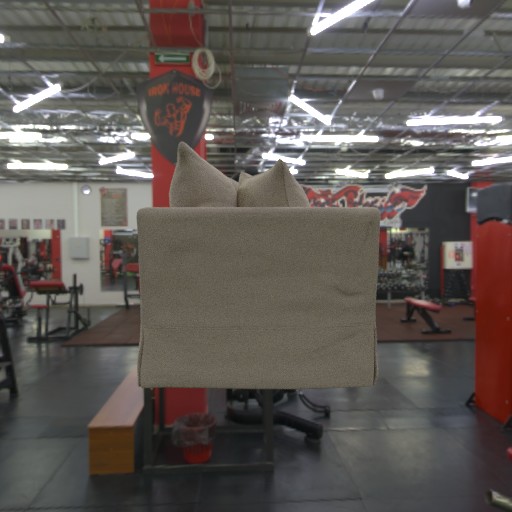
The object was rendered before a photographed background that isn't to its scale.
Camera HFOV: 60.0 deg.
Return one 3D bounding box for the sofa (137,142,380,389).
[{"bbox_3d":[0.000,0.000,3.025,1.046,1.047,2.499,0,1,0],"label":"sofa"}]
